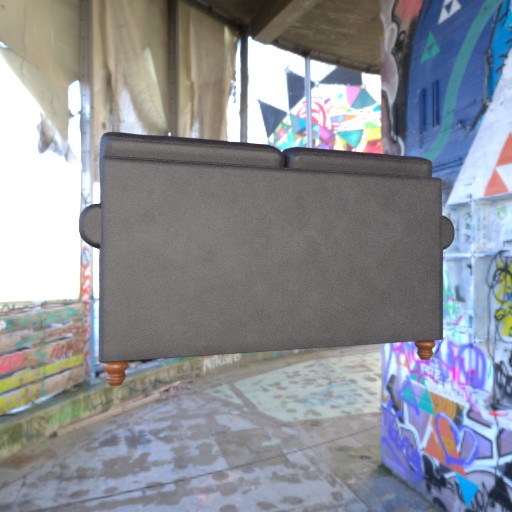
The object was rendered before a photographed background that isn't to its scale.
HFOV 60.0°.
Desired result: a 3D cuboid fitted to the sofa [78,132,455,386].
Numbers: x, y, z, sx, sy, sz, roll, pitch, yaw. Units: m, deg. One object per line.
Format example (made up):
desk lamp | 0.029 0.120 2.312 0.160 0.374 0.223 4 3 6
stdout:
sofa | 0.000 0.000 2.316 1.663 0.979 1.030 0 0 -18
